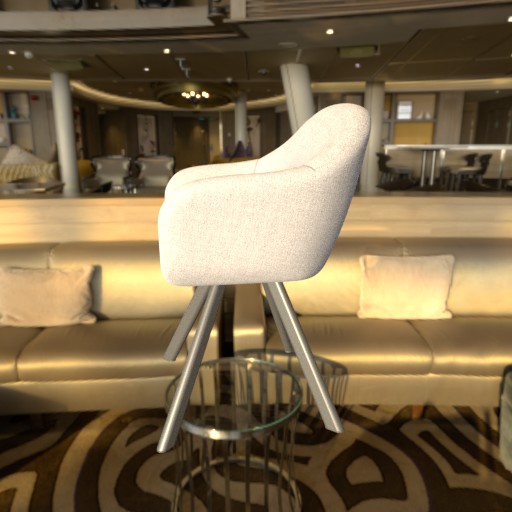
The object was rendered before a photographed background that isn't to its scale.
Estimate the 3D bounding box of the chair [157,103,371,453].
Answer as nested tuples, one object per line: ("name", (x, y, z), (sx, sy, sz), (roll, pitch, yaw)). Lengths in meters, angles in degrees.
("chair", (0.000, 0.000, 1.209), (0.550, 0.795, 0.590), (-2, 14, -10))
